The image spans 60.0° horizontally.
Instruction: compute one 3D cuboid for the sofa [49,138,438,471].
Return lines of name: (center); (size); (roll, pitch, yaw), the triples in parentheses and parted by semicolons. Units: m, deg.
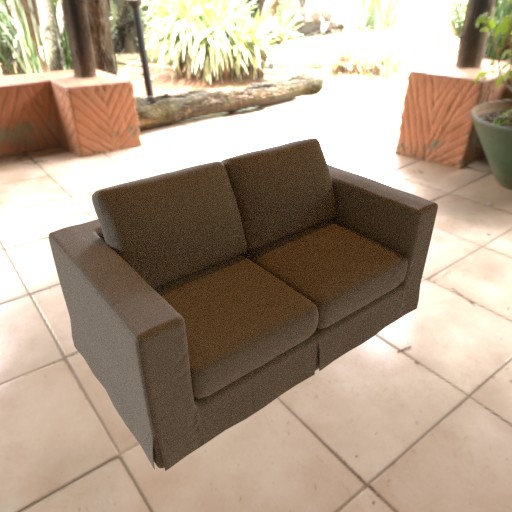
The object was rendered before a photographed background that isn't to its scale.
sofa: (0.000, 0.000, 2.380); (1.813, 0.932, 1.009); (-22, 37, -32)
